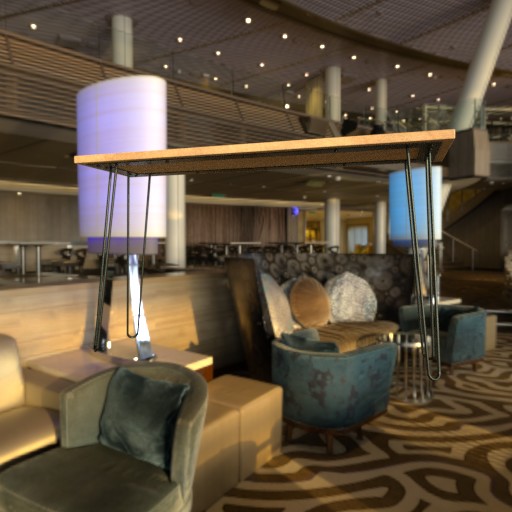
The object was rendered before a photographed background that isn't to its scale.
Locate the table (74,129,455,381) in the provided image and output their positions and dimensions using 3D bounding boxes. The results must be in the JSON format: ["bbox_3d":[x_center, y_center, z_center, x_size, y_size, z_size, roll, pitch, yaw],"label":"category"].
[{"bbox_3d":[0.000,0.000,1.765,1.400,0.799,0.399,0,2,17],"label":"table"}]
